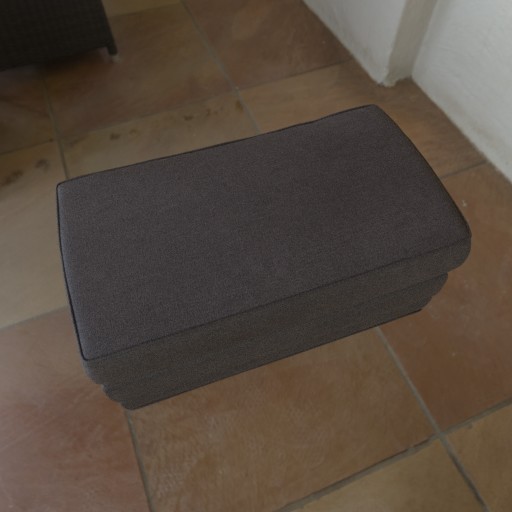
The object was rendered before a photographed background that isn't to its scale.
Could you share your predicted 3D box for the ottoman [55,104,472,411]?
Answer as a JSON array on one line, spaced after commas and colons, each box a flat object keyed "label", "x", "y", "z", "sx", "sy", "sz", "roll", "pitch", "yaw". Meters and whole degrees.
[{"label": "ottoman", "x": 0.000, "y": 0.000, "z": 1.139, "sx": 0.864, "sy": 0.448, "sz": 0.490, "roll": -17, "pitch": 60, "yaw": -10}]
